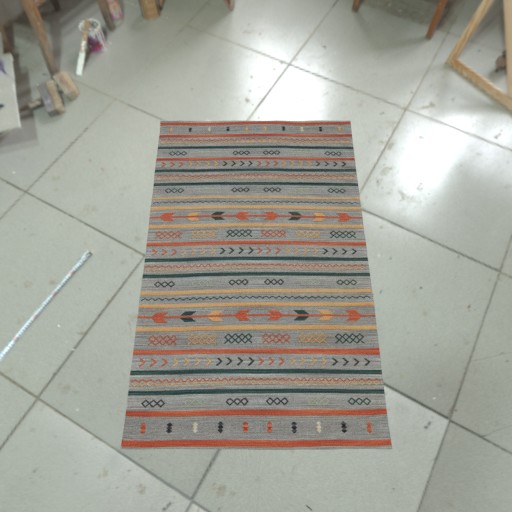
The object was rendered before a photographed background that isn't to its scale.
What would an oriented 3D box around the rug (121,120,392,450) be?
[{"bbox_3d":[0.000,0.000,3.039,1.537,0.029,2.439,0,63,0],"label":"rug"}]
